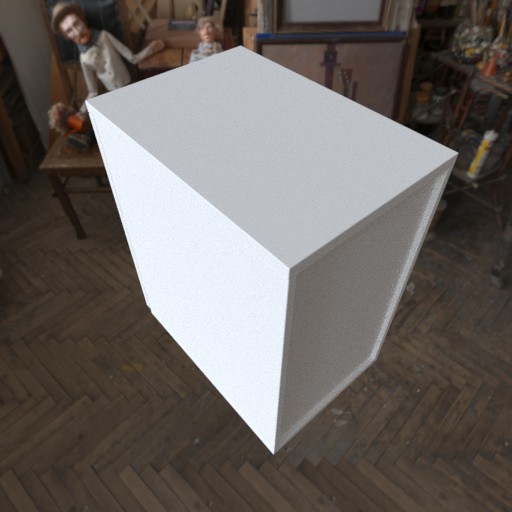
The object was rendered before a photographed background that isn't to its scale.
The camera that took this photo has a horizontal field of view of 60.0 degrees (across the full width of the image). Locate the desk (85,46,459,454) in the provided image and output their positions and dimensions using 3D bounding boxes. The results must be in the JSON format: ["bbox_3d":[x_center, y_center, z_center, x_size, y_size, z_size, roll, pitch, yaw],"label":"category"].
[{"bbox_3d":[0.000,0.000,1.095,0.404,0.730,0.600,-33,55,-26],"label":"desk"}]
